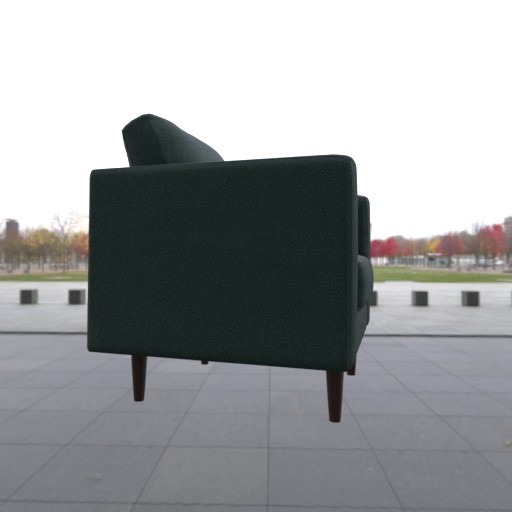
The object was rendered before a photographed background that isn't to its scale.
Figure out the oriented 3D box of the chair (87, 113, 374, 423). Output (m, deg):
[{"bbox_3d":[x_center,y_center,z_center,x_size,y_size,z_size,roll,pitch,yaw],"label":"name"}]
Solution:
[{"bbox_3d":[0.000,0.000,1.583,0.800,0.927,0.855,0,-1,17],"label":"chair"}]
